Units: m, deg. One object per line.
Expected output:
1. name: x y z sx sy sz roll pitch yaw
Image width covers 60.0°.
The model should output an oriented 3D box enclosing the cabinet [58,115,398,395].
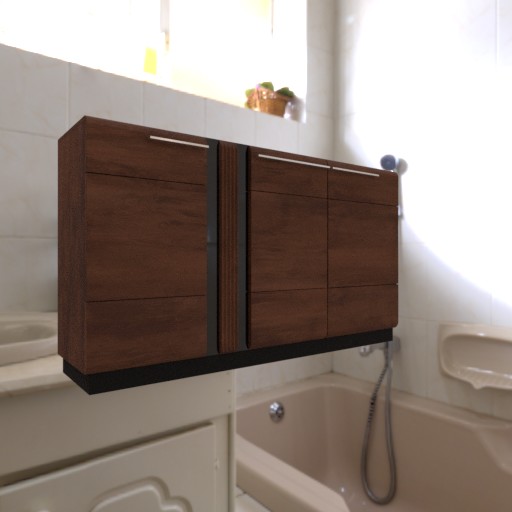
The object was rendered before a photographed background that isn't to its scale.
1. cabinet: 0.000 0.000 2.023 1.600 0.900 0.420 0 0 -36
